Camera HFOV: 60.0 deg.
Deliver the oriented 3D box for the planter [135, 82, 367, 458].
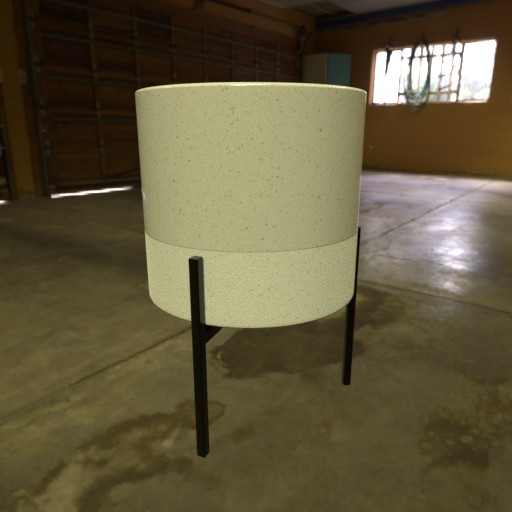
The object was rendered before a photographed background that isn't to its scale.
[{"bbox_3d":[0.000,0.000,0.332,0.159,0.230,0.152,-2,16,-7],"label":"planter"}]
